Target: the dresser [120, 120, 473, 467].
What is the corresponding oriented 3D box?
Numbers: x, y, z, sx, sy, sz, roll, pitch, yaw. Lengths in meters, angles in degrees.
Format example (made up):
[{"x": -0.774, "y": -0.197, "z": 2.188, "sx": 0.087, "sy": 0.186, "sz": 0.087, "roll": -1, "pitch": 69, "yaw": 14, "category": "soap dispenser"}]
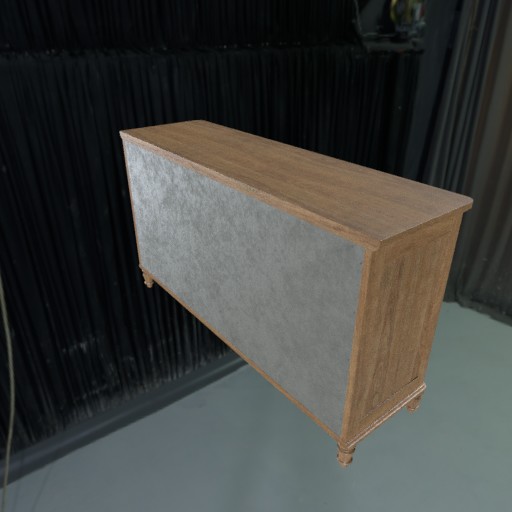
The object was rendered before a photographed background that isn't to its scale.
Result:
[{"x": 0.000, "y": 0.000, "z": 1.974, "sx": 0.468, "sy": 0.892, "sz": 1.583, "roll": -20, "pitch": 34, "yaw": -33, "category": "dresser"}]
